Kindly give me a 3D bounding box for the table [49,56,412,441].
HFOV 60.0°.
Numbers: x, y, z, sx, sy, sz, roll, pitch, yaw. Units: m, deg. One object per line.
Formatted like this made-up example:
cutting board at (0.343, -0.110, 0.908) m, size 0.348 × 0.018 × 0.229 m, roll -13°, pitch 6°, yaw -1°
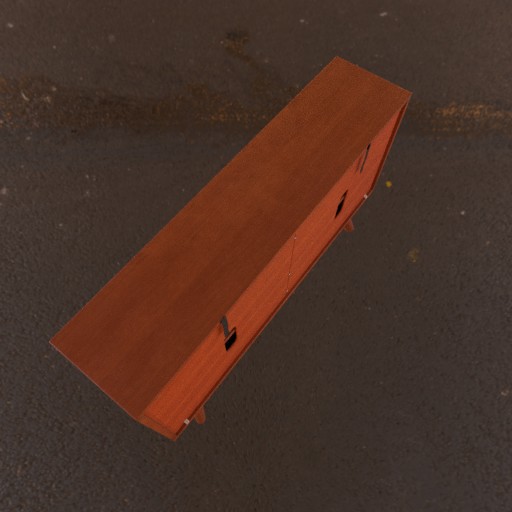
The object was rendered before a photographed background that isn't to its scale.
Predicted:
table at (0.000, 0.000, 1.513) m, size 0.308 × 0.698 × 1.220 m, roll 34°, pitch 68°, yaw 16°
